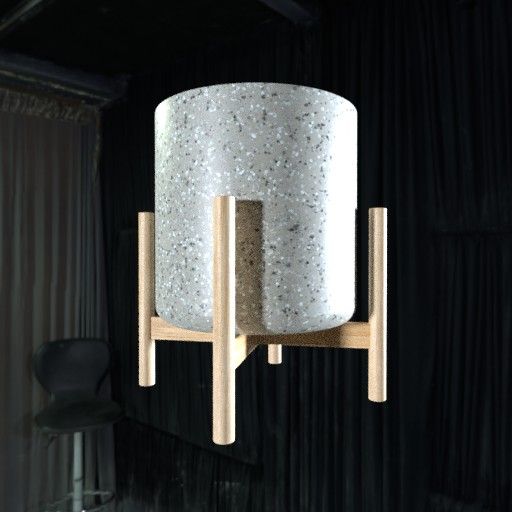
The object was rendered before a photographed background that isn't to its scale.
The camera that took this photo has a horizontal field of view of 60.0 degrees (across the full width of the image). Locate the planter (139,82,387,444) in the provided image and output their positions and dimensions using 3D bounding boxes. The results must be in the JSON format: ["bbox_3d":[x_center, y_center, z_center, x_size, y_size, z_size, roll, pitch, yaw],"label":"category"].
[{"bbox_3d":[0.000,0.000,0.684,0.360,0.419,0.360,0,1,34],"label":"planter"}]
